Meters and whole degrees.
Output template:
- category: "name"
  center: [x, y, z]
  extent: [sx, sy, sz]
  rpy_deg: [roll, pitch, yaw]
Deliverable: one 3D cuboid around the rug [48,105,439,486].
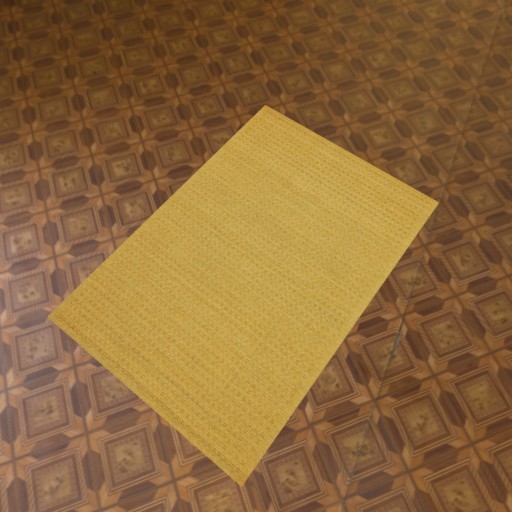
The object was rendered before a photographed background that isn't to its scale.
- category: "rug"
  center: [0.000, 0.000, 3.793]
  extent: [1.981, 0.006, 2.895]
  rpy_deg: [34, 68, 16]
